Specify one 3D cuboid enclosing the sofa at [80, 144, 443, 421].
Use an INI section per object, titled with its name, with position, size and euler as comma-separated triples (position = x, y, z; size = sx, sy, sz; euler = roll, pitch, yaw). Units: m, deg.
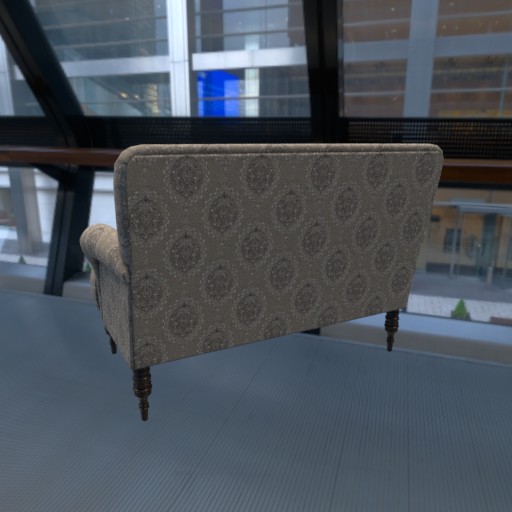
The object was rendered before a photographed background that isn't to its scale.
[sofa]
position = 0.000, 0.000, 1.806
size = 1.297, 0.889, 0.779
euler = -7, 16, -27
